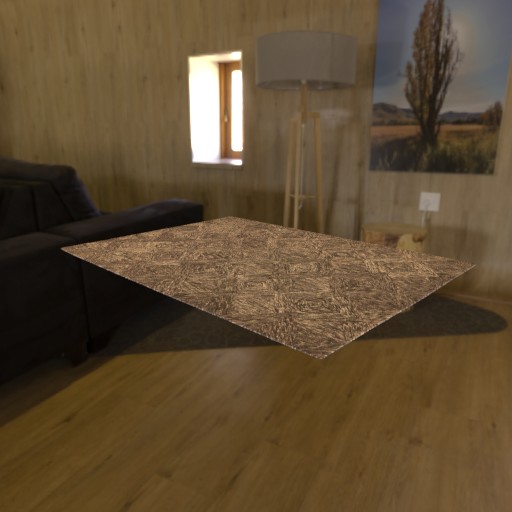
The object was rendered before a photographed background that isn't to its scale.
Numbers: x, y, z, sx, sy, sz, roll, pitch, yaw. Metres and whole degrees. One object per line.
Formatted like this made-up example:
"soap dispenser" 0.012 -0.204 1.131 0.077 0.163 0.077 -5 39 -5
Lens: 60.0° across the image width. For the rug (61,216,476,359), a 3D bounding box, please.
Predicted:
"rug" 0.000 0.000 5.322 4.093 0.020 2.997 15 22 42
